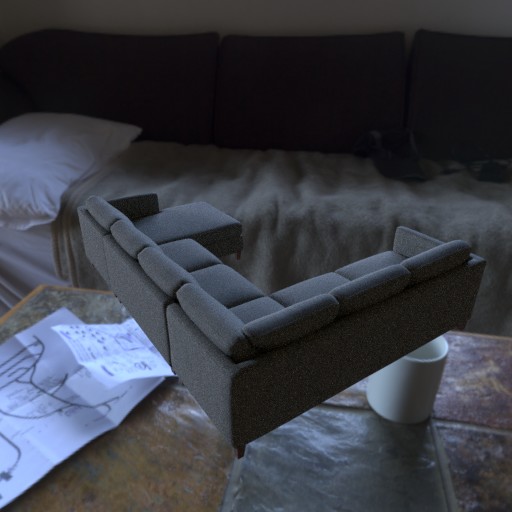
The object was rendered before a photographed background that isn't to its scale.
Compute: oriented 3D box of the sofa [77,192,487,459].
[{"bbox_3d":[0.000,0.000,4.363,2.551,0.853,3.238,-17,32,-30],"label":"sofa"}]
